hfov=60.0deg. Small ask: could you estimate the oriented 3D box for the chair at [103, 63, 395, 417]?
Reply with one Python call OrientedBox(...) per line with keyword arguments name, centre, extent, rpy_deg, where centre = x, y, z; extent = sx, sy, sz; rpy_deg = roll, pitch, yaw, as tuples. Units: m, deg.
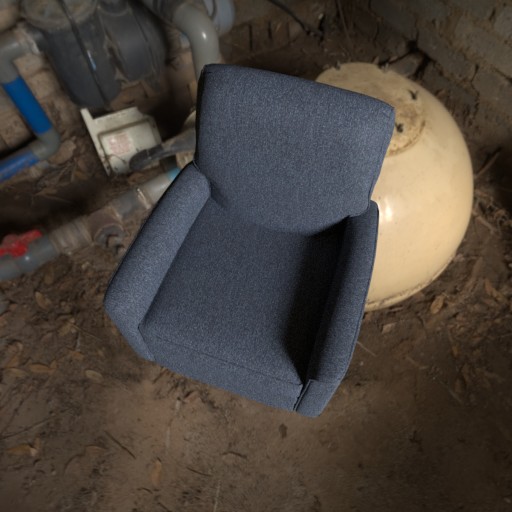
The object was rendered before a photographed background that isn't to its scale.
OrientedBox(name="chair", centre=(0.000, 0.000, 1.650), extent=(0.839, 1.016, 0.850), rpy_deg=(17, 61, 10))
